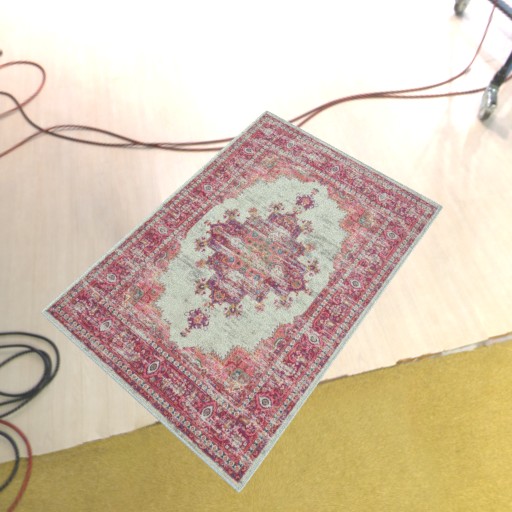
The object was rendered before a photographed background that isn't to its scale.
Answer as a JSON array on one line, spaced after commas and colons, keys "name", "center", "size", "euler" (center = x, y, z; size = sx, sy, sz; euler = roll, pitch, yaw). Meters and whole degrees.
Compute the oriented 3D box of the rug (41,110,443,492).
[{"name": "rug", "center": [0.000, 0.000, 2.870], "size": [1.555, 0.011, 2.232], "euler": [34, 65, 18]}]
